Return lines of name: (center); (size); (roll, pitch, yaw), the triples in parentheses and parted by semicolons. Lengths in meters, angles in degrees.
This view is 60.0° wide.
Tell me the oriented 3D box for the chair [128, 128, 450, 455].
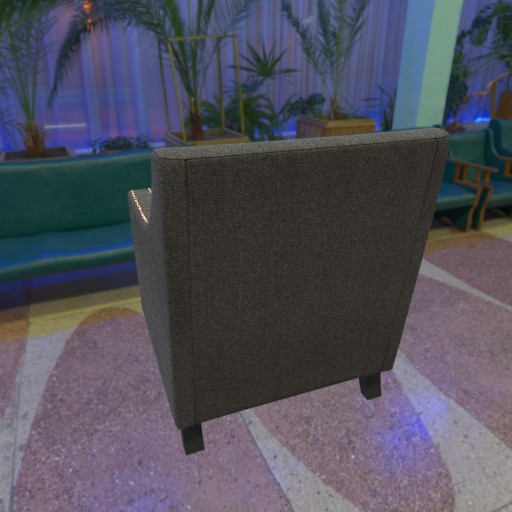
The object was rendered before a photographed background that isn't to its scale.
chair: (0.000, 0.000, 1.583); (0.776, 0.967, 0.884); (-9, 27, -19)
